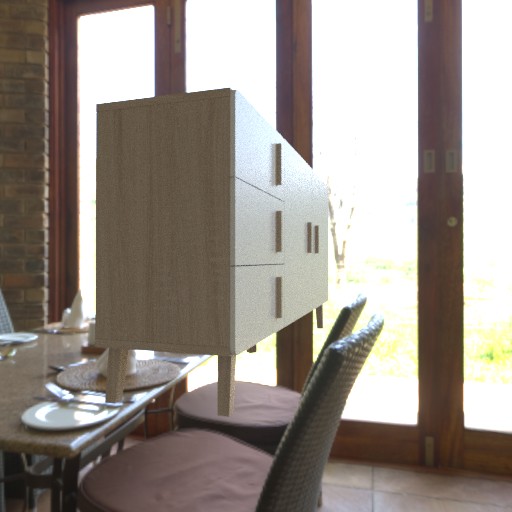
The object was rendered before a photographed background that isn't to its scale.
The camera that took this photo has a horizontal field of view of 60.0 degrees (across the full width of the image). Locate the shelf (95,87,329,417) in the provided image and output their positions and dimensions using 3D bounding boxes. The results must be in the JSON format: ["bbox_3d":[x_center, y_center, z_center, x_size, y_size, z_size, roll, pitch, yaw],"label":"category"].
[{"bbox_3d":[0.000,0.000,1.795,0.400,0.780,1.490,0,0,18],"label":"shelf"}]
